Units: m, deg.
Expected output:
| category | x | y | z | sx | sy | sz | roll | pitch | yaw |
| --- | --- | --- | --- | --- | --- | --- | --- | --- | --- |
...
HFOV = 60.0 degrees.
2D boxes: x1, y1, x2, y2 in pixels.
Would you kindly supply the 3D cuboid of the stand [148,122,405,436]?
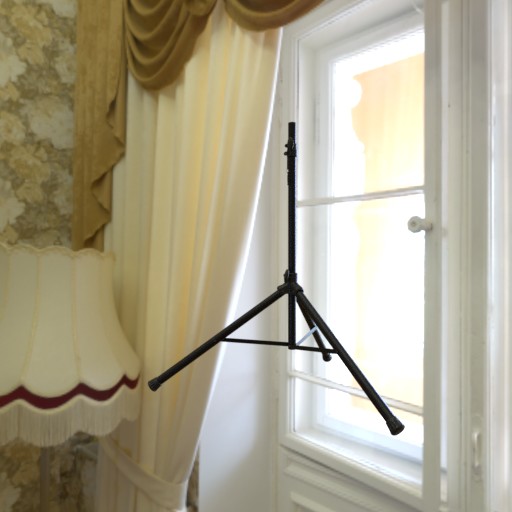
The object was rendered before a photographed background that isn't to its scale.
| category | x | y | z | sx | sy | sz | roll | pitch | yaw |
| --- | --- | --- | --- | --- | --- | --- | --- | --- | --- |
| stand | 0.000 | 0.000 | 1.881 | 0.907 | 1.136 | 1.045 | 0 | 0 | -2 |
